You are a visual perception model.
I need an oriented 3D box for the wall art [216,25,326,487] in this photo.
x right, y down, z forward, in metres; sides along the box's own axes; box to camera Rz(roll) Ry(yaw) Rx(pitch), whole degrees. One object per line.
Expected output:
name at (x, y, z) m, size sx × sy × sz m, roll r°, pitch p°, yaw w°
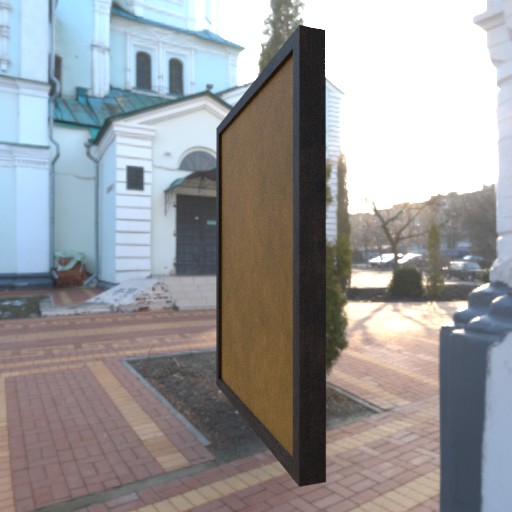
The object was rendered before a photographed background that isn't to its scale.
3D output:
wall art at (0.000, 0.000, 0.550) m, size 0.027 × 0.406 × 0.329 m, roll 0°, pitch 0°, yaw -18°
